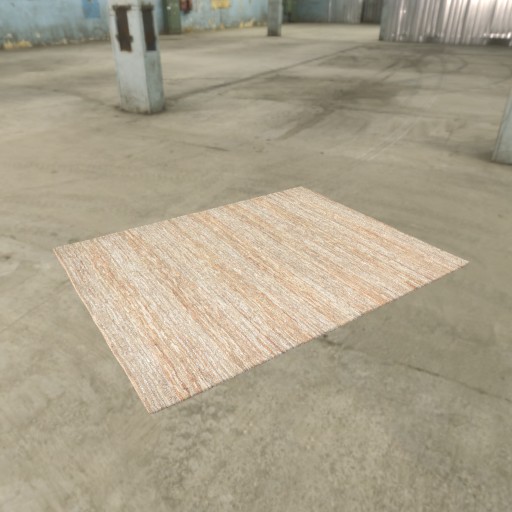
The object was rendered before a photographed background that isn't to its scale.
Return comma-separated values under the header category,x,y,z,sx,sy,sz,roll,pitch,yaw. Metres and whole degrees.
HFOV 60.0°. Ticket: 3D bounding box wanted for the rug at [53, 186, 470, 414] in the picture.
category,x,y,z,sx,sy,sz,roll,pitch,yaw
rug,0.000,0.000,3.931,2.939,0.009,2.313,-18,34,-29
